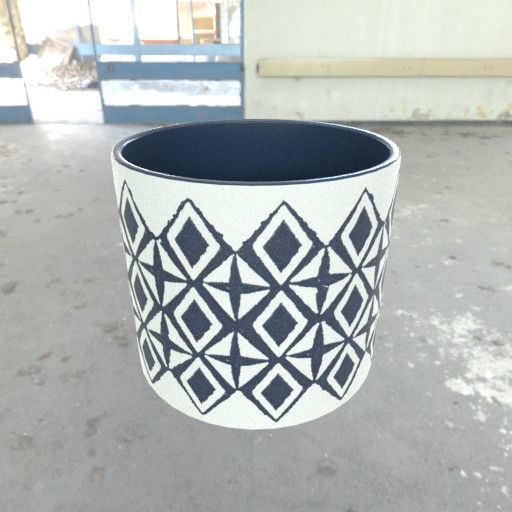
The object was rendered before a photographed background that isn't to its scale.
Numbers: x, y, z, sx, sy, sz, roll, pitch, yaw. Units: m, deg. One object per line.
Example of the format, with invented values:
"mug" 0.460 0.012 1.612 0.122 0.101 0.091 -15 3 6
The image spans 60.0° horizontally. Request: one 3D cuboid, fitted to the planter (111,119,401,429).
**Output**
"planter" 0.000 0.000 0.398 0.224 0.203 0.224 0 26 0
